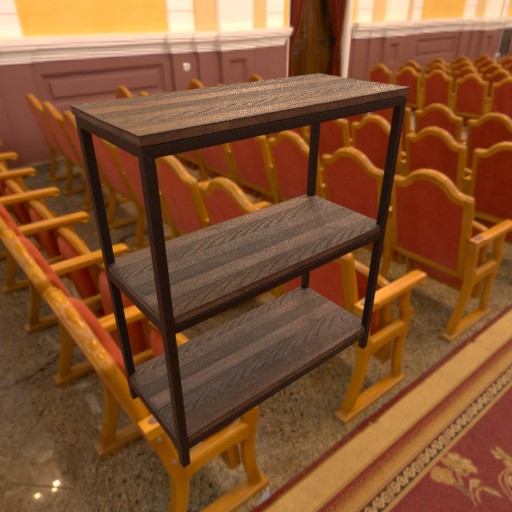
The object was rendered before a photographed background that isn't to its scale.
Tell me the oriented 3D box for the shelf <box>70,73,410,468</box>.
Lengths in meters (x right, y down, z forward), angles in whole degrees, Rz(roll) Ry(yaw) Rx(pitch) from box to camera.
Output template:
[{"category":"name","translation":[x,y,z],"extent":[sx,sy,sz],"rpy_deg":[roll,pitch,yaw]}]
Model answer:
[{"category":"shelf","translation":[0.000,0.000,1.369],"extent":[0.822,0.947,0.352],"rpy_deg":[-22,37,-33]}]
